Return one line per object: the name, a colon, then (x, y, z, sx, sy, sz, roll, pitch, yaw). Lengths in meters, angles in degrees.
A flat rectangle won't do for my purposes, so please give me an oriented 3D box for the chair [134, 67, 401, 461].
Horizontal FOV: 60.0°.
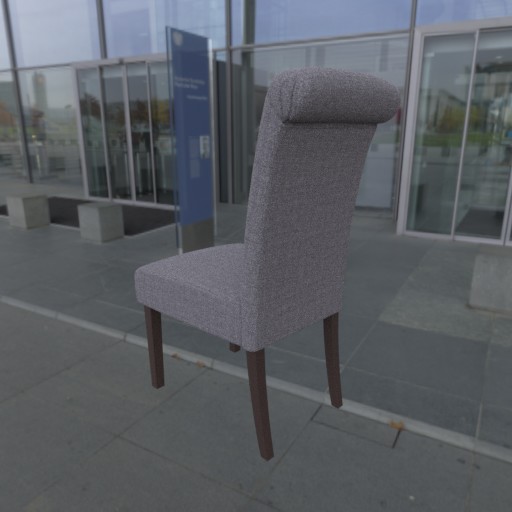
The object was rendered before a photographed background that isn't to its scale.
chair: (0.000, 0.000, 1.349, 0.671, 1.006, 0.456, 16, 22, 43)
